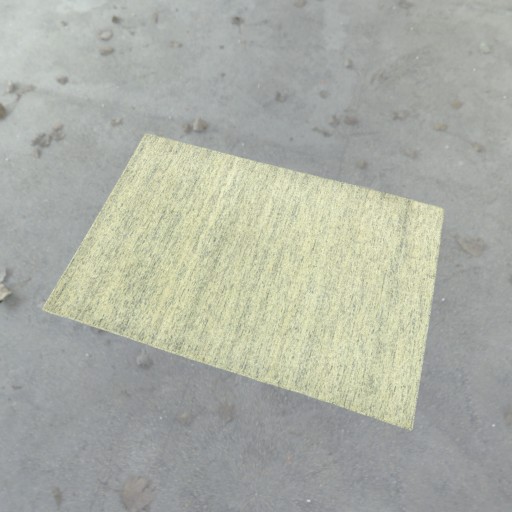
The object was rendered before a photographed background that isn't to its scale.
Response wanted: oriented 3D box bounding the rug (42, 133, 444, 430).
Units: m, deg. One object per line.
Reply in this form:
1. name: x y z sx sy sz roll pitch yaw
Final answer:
1. rug: 0.000 0.000 2.356 1.846 0.014 1.243 16 63 8
